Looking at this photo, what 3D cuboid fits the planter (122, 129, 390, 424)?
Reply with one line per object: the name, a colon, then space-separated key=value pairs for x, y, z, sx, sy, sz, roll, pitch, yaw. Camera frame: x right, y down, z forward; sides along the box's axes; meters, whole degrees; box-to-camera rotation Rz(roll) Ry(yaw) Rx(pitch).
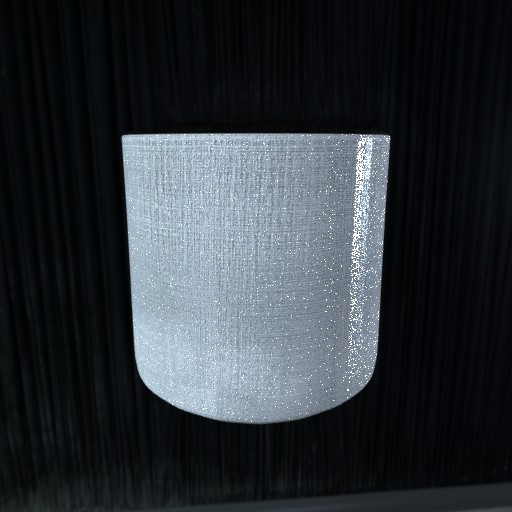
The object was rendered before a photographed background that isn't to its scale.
planter: x=0.000 y=0.000 z=0.289 sx=0.160 sy=0.156 sz=0.160 roll=0 pitch=14 yaw=0
